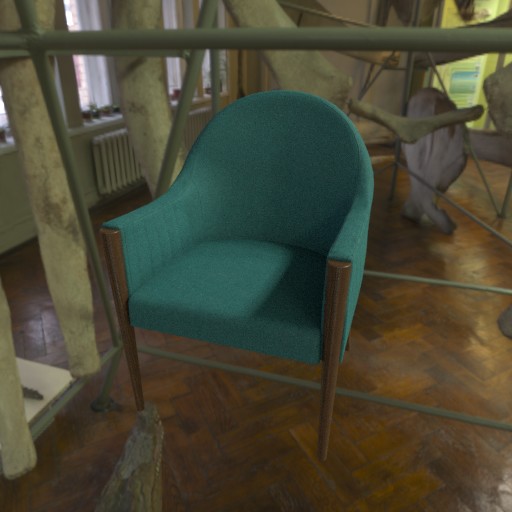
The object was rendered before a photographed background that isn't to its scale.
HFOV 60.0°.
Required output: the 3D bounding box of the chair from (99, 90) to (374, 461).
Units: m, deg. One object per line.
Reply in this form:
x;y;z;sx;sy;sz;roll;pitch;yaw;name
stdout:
0.000;0.000;1.368;0.656;0.907;0.652;8;27;17;chair
